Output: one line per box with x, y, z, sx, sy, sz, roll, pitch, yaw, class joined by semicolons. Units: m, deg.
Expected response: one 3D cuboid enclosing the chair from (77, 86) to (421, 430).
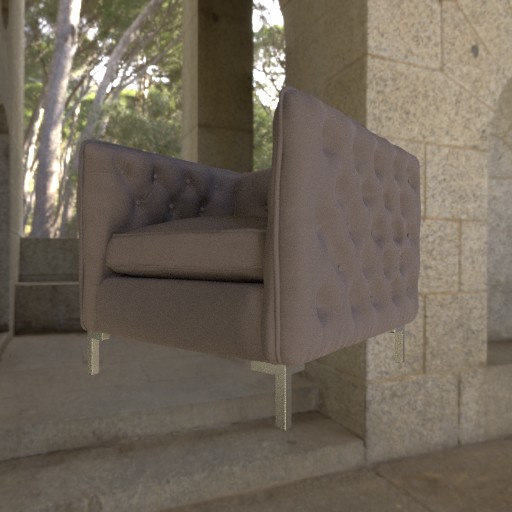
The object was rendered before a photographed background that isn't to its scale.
0.000;0.000;1.603;0.946;0.807;0.913;0;0;37;chair
